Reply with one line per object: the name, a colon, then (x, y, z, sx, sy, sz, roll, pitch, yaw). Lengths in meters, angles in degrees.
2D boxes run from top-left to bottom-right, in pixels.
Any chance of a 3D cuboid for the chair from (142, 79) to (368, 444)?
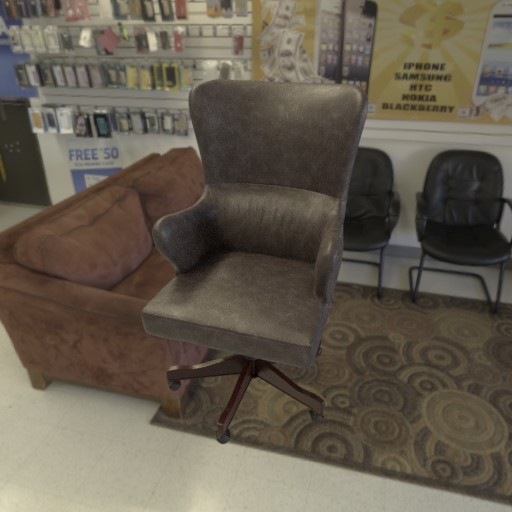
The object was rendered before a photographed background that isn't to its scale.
chair: (0.000, 0.000, 1.483, 0.594, 1.037, 0.717, 9, 29, 16)
